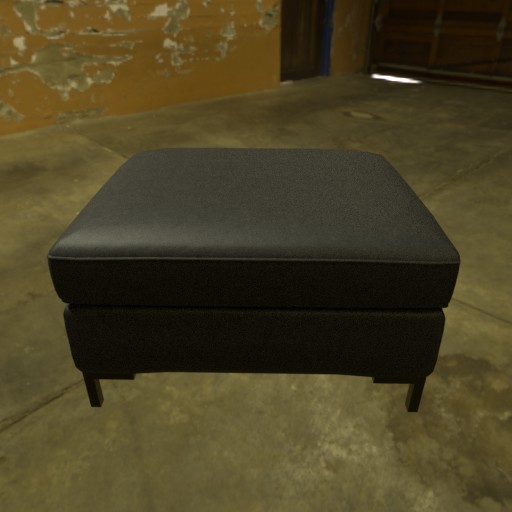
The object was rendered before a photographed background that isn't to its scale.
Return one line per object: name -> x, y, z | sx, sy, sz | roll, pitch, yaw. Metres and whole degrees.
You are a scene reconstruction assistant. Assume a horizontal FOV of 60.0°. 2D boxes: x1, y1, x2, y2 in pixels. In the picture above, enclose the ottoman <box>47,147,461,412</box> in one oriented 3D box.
ottoman -> 0.000, 0.000, 1.773 | 1.187, 0.696, 0.967 | 1, 30, 1
